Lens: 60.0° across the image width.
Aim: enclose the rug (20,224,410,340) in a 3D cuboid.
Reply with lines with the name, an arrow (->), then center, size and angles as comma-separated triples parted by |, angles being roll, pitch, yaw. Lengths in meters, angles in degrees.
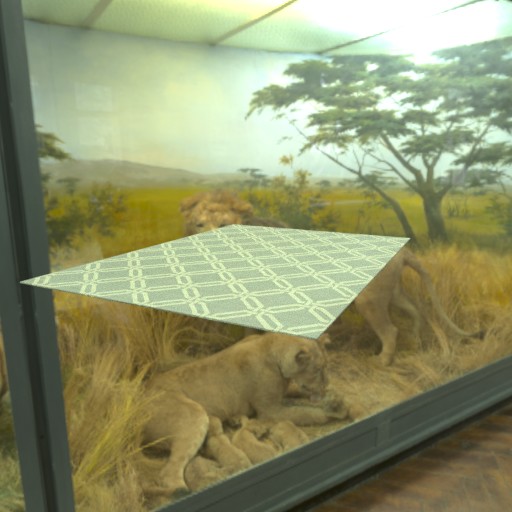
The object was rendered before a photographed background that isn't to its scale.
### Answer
rug -> 0.000, 0.000, 4.382 | 2.438, 0.013, 3.353 | 6, 14, 26
